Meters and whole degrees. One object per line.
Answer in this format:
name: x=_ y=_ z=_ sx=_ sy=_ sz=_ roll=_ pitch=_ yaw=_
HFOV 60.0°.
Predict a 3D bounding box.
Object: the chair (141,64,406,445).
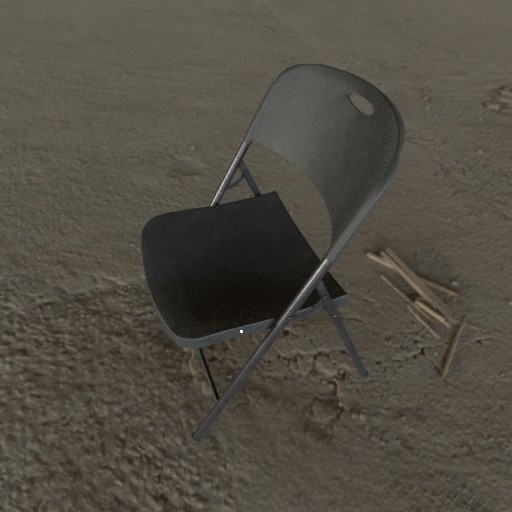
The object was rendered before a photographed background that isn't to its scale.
chair: x=0.000 y=0.000 z=1.148 sx=0.567 sy=0.810 sz=0.494 roll=-16 pitch=48 yaw=-15
